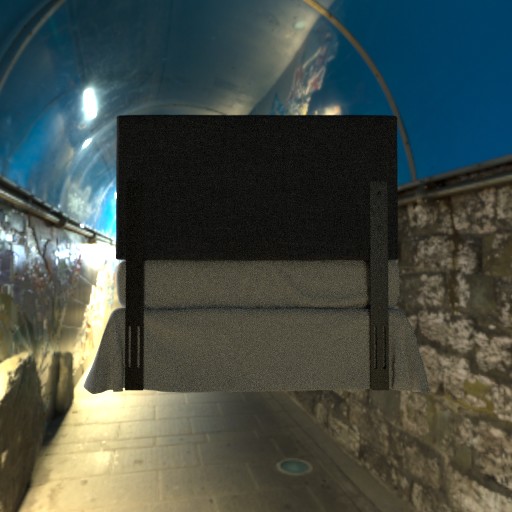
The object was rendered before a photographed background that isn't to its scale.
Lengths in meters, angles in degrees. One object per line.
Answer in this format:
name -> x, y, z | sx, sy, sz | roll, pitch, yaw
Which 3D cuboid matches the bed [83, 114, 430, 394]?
bed -> 0.000, 0.000, 3.543 | 1.936, 1.577, 2.222 | 0, -1, 0
